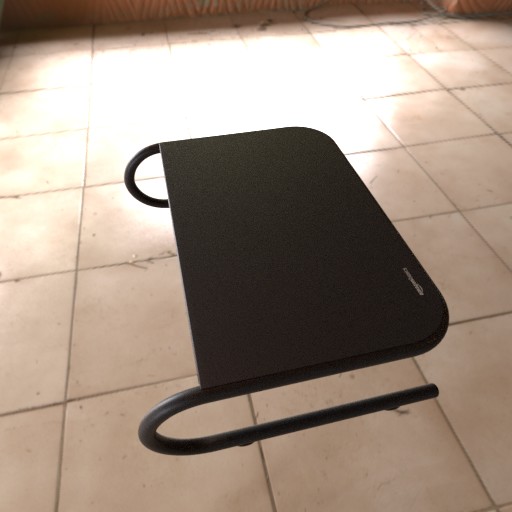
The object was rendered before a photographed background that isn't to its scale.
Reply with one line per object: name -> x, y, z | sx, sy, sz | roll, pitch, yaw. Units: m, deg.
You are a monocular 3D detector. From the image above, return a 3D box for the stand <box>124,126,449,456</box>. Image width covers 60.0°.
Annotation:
stand -> 0.000, 0.000, 0.501 | 0.280, 0.108, 0.370 | -10, 46, -10
